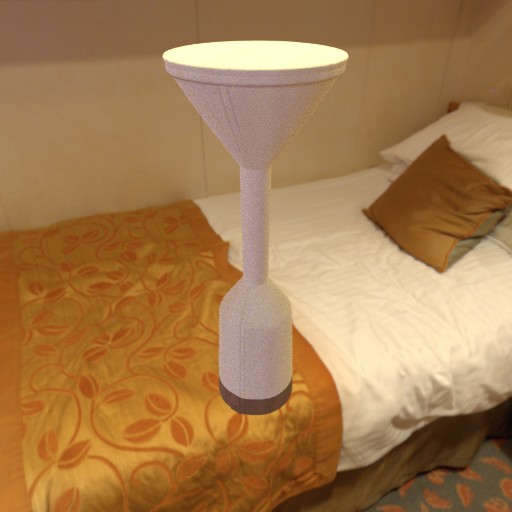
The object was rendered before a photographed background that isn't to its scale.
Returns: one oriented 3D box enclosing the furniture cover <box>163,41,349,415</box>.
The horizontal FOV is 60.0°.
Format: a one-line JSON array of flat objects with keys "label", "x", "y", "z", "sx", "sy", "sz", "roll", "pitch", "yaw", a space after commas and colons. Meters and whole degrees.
[{"label": "furniture cover", "x": 0.000, "y": 0.000, "z": 2.855, "sx": 0.914, "sy": 2.413, "sz": 0.914, "roll": 11, "pitch": 34, "yaw": 16}]
